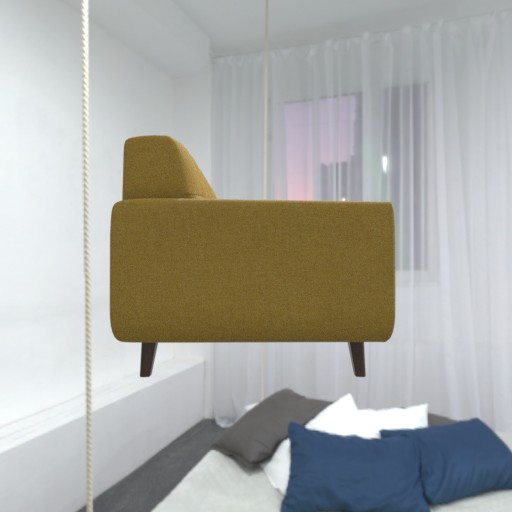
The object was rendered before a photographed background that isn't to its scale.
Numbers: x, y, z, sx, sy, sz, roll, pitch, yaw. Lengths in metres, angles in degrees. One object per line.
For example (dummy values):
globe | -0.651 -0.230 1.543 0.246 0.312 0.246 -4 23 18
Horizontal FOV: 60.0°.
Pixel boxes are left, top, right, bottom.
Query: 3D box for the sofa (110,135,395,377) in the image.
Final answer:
sofa | 0.000 0.000 2.170 0.909 0.841 1.631 0 0 0
